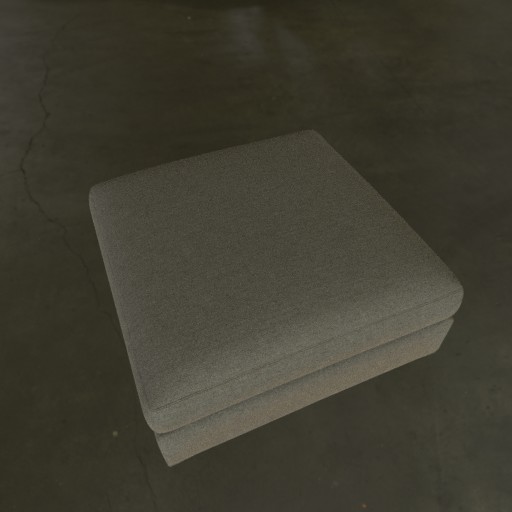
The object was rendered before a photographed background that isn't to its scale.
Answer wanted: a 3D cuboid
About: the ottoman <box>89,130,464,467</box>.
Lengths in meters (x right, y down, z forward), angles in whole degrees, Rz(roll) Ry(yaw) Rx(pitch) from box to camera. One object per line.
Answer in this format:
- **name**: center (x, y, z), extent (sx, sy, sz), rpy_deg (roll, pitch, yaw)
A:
- **ottoman**: center (0.000, 0.000, 1.643), extent (1.041, 0.470, 1.041), rpy_deg (-17, 49, -16)
